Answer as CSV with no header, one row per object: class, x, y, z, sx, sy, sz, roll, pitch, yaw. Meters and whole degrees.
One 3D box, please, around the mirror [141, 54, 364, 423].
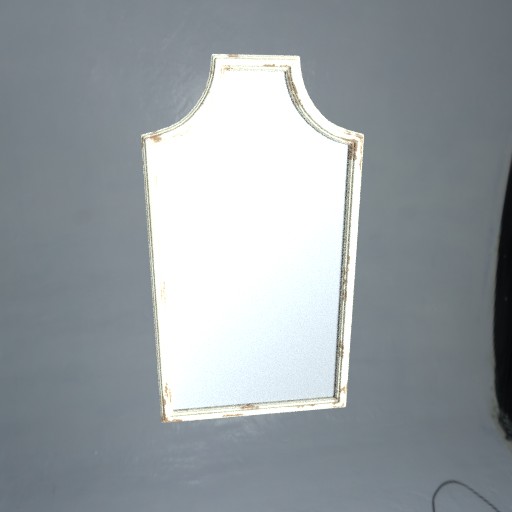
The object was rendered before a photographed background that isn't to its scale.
mirror,0.000,0.000,0.862,0.403,0.717,0.022,-2,17,-8
